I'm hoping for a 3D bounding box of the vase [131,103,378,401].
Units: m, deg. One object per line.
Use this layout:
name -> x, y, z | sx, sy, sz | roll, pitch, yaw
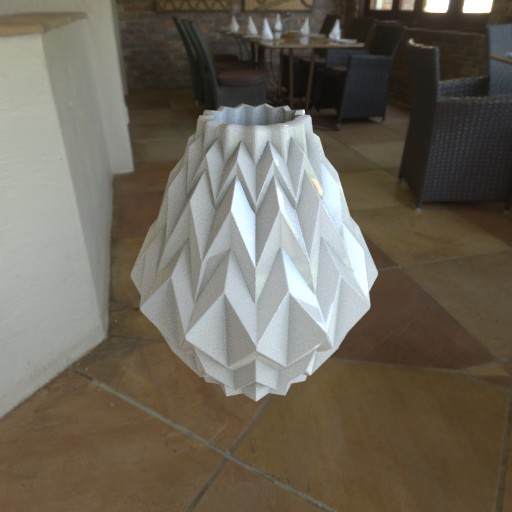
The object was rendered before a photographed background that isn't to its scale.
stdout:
vase -> 0.000, 0.000, 0.297 | 0.164, 0.185, 0.164 | 0, 30, 0
